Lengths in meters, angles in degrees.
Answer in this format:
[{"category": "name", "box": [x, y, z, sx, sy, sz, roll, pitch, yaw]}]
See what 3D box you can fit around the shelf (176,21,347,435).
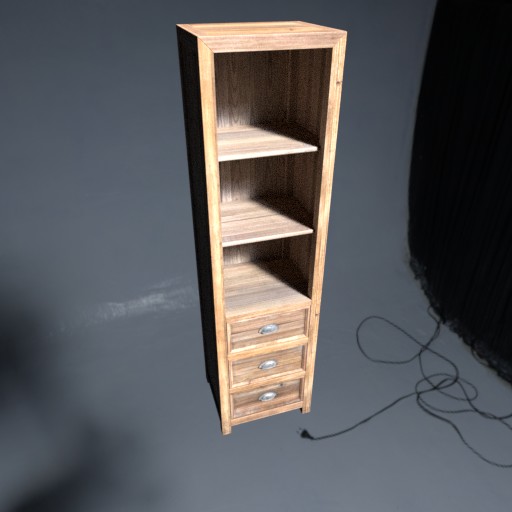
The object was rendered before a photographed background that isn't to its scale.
[{"category": "shelf", "box": [0.000, 0.000, 2.068, 0.500, 1.900, 0.428, -10, 33, -15]}]
